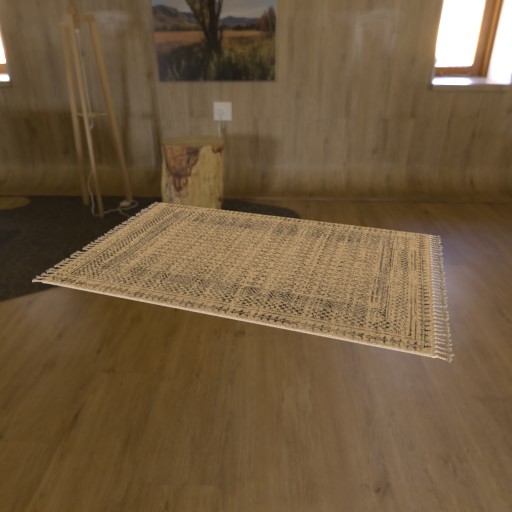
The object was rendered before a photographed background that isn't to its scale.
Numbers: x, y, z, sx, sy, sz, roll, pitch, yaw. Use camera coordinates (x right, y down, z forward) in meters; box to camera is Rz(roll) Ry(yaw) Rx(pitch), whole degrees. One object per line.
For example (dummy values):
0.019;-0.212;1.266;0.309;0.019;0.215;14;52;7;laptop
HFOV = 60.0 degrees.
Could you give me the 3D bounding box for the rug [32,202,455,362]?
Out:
0.000;0.000;3.085;2.486;0.013;1.548;8;28;16;rug
